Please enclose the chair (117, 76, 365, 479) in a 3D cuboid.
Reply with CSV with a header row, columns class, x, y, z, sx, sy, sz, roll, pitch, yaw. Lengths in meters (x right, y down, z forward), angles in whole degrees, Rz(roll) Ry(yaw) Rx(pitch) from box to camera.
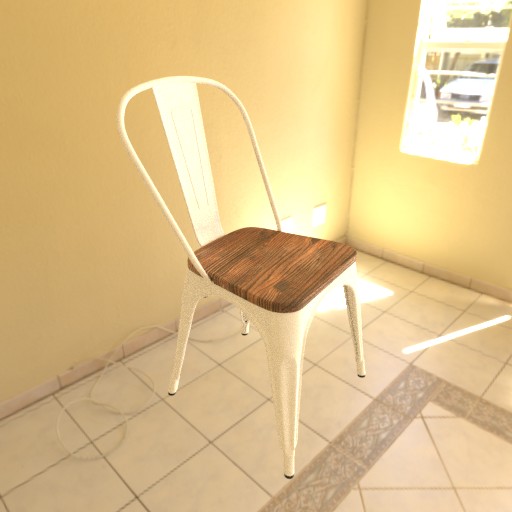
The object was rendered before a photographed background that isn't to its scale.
class,x,y,z,sx,sy,sz,roll,pitch,yaw
chair,0.000,0.000,1.157,0.521,0.851,0.452,17,31,31
